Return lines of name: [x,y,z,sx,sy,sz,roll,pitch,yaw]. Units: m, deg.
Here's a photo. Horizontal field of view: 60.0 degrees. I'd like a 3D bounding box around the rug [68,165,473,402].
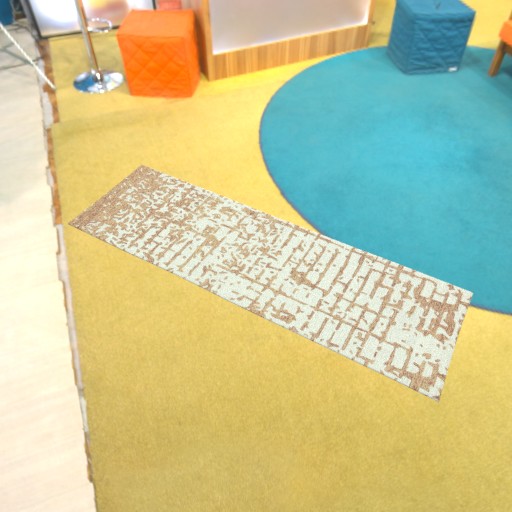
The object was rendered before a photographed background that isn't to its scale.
rug: [0.000,0.000,2.727,2.435,0.011,0.750,23,52,20]
